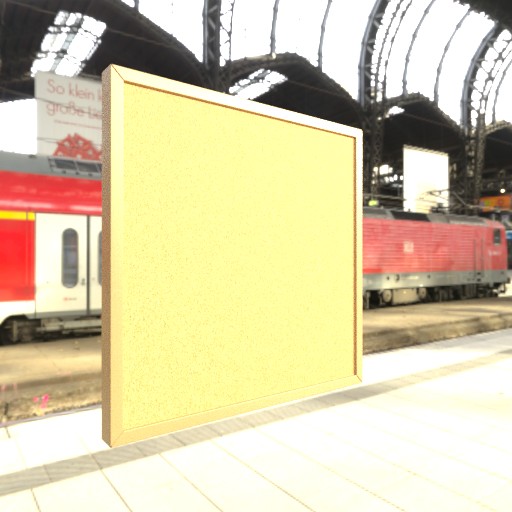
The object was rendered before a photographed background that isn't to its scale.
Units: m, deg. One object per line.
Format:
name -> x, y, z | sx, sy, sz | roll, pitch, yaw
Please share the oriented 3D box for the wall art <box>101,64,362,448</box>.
wall art -> 0.000, 0.000, 0.753 | 0.509, 0.509, 0.036 | 0, 0, -37
